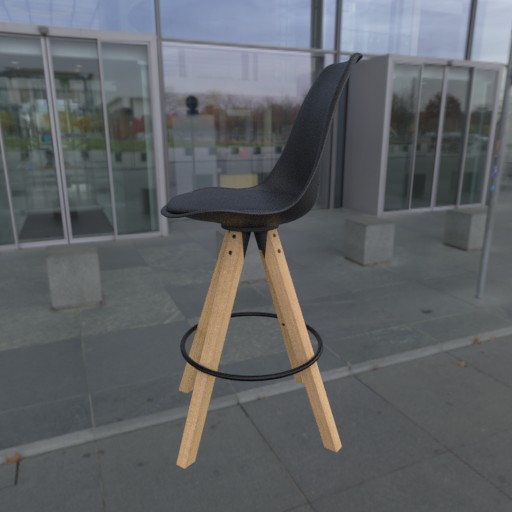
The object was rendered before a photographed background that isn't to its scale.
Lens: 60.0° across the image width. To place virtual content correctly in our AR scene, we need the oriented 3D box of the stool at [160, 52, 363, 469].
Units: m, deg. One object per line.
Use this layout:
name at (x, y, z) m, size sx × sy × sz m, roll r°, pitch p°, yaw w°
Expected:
stool at (0.000, 0.000, 1.342) m, size 0.550 × 1.115 × 0.485 m, roll -2°, pitch 16°, yaw -8°
